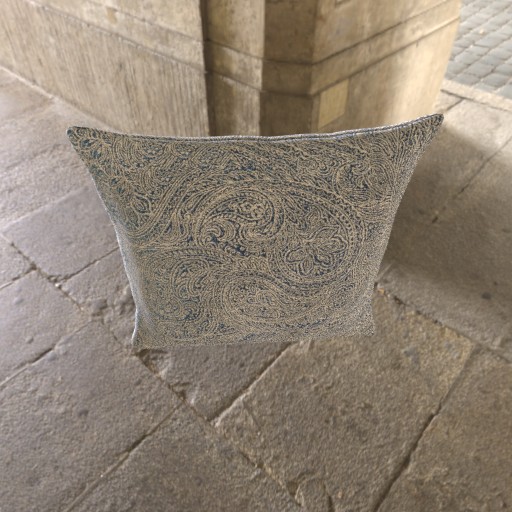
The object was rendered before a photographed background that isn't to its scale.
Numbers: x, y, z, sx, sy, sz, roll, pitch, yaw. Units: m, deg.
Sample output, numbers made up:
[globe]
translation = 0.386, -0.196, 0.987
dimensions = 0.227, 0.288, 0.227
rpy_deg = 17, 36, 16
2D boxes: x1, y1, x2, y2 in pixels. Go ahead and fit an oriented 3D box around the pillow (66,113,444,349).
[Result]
[pillow]
translation = 0.000, 0.000, 0.777
dimensions = 0.523, 0.510, 0.166
rpy_deg = -3, 45, -3
